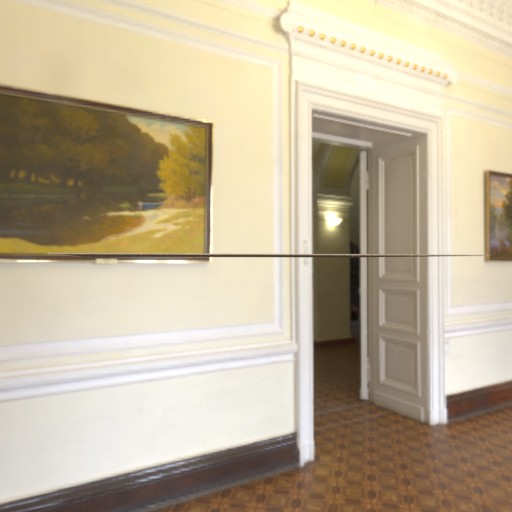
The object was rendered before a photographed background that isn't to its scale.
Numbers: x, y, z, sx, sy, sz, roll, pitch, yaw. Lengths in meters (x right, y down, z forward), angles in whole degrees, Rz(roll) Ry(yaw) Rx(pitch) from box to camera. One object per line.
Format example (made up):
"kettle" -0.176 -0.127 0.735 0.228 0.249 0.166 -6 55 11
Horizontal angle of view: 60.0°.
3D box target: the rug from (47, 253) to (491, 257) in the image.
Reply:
"rug" 0.000 0.000 3.674 2.895 0.006 1.981 0 -1 -18
